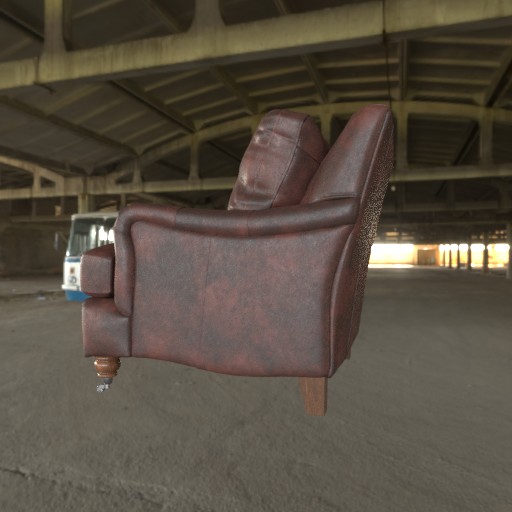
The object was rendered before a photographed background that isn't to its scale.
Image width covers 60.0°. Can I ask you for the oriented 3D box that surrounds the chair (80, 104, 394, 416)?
[{"bbox_3d":[0.000,0.000,1.947,1.156,1.051,0.987,0,0,18],"label":"chair"}]
